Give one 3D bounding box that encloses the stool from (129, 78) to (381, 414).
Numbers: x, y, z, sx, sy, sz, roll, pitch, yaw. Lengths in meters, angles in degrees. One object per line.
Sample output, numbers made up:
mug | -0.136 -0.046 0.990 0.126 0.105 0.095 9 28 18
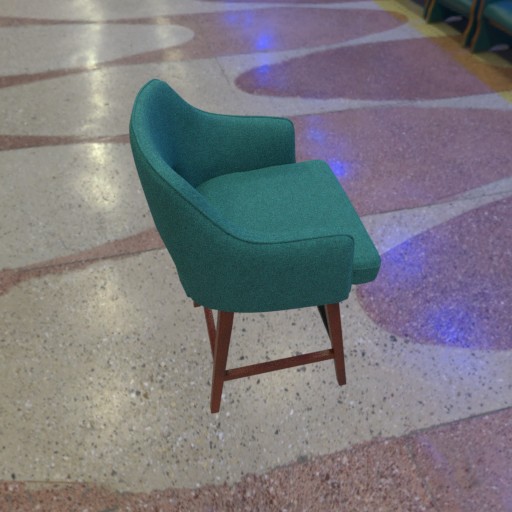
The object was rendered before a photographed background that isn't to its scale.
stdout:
stool | 0.000 0.000 1.313 0.556 0.961 0.548 -10 48 -9
